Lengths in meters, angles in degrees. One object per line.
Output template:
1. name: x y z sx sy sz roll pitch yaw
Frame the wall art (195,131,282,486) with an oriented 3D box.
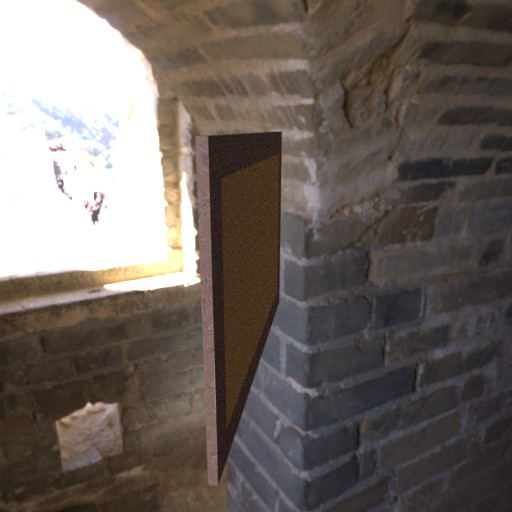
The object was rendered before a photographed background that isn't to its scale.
1. wall art: 0.000 0.000 1.170 0.019 0.626 0.917 3 16 10
